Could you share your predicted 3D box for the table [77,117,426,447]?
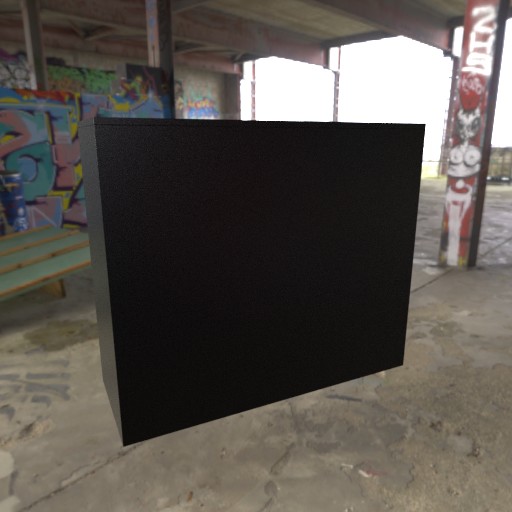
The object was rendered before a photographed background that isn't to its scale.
[{"bbox_3d":[0.000,0.000,1.372,0.930,0.790,0.380,-7,17,-25],"label":"table"}]
